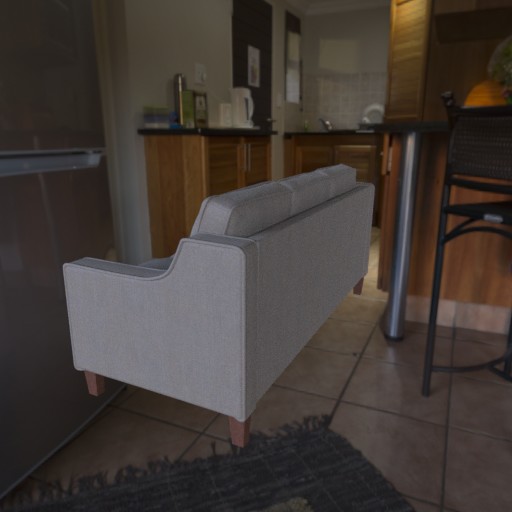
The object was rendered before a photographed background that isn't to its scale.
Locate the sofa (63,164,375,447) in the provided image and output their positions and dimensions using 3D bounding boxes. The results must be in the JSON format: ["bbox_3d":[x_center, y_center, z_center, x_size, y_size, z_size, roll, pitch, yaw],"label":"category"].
[{"bbox_3d":[0.000,0.000,2.608,0.911,0.974,1.986,8,18,26],"label":"sofa"}]
